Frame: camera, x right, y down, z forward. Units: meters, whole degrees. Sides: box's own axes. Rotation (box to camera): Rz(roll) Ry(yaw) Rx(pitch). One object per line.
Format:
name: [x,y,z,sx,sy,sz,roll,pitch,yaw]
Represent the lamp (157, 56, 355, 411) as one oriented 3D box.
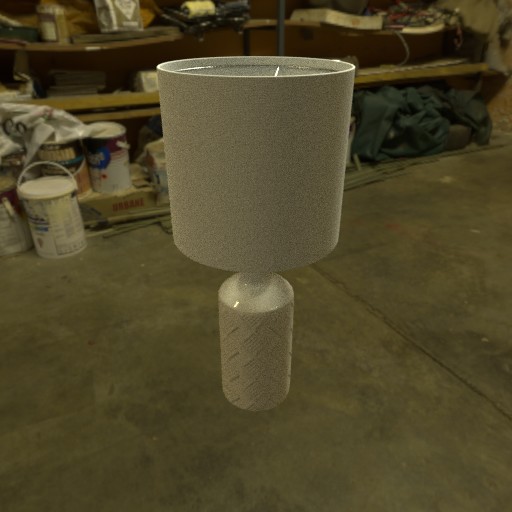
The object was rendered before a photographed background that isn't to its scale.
lamp: [0.000,0.000,0.579,0.207,0.461,0.207,8,30,15]
